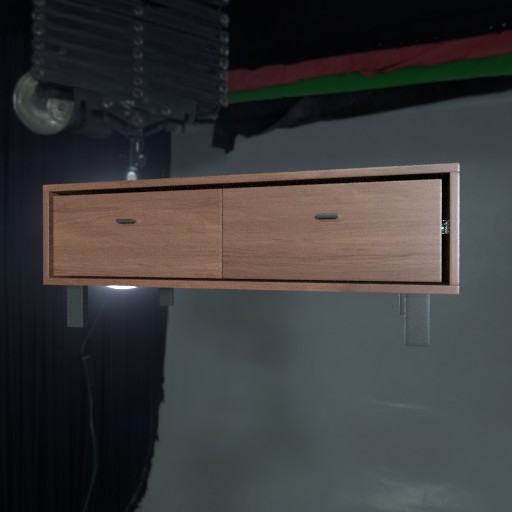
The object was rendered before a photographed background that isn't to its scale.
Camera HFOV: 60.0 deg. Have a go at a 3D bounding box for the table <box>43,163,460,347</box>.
[{"bbox_3d":[0.000,0.000,1.304,1.020,0.380,0.600,0,0,17],"label":"table"}]
